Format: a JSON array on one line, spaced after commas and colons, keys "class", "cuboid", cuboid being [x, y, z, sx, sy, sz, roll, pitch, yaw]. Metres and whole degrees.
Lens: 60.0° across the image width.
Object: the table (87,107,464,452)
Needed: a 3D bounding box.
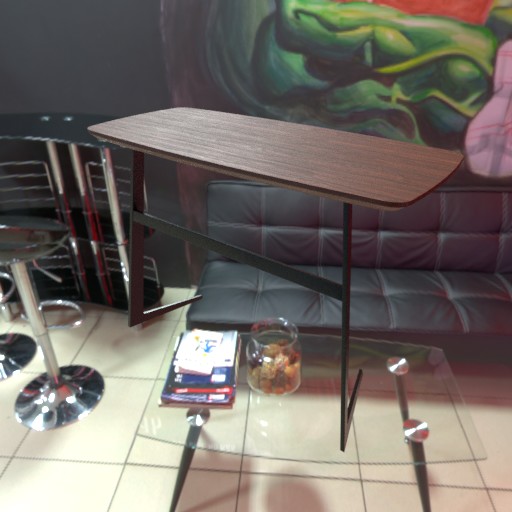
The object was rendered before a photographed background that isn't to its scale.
[{"class": "table", "cuboid": [0.000, 0.000, 1.096, 0.804, 0.576, 0.361, 20, 35, 32]}]
